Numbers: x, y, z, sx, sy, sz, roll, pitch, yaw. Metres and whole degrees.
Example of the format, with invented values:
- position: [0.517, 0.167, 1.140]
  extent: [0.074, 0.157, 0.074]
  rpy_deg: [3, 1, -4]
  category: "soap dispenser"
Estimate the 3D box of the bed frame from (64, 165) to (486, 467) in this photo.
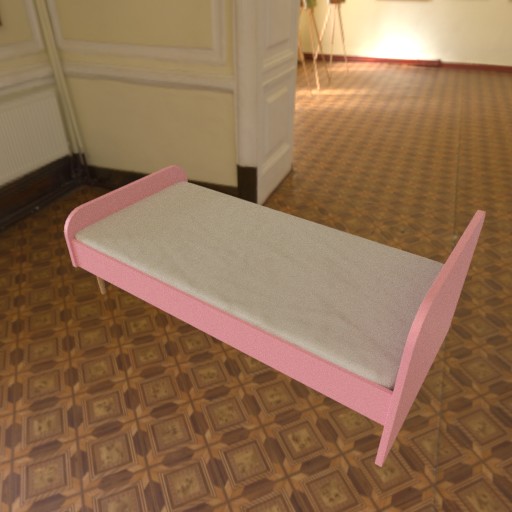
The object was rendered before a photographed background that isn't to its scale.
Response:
- position: [0.000, 0.000, 2.417]
  extent: [1.963, 0.805, 0.998]
  rpy_deg: [21, 39, 29]
  category: "bed frame"
